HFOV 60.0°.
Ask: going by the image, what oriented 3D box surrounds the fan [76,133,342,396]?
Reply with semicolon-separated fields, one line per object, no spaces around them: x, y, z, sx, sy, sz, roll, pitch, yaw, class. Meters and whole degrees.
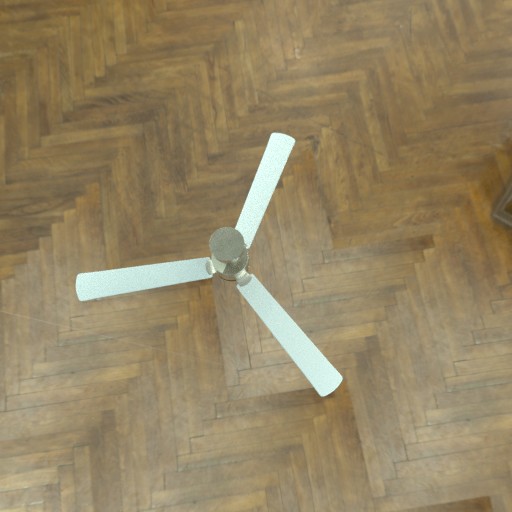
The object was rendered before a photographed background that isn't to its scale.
0.000;0.000;2.373;1.531;0.446;1.561;37;78;9;fan
